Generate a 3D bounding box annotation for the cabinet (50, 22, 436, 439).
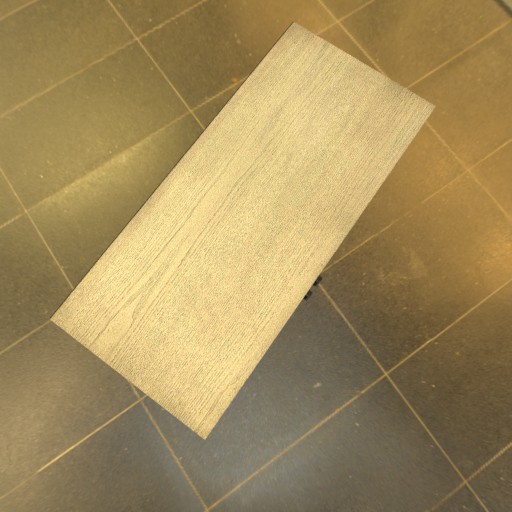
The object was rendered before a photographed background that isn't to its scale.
[{"bbox_3d":[0.000,0.000,1.234,0.370,0.787,0.781,35,79,8],"label":"cabinet"}]
